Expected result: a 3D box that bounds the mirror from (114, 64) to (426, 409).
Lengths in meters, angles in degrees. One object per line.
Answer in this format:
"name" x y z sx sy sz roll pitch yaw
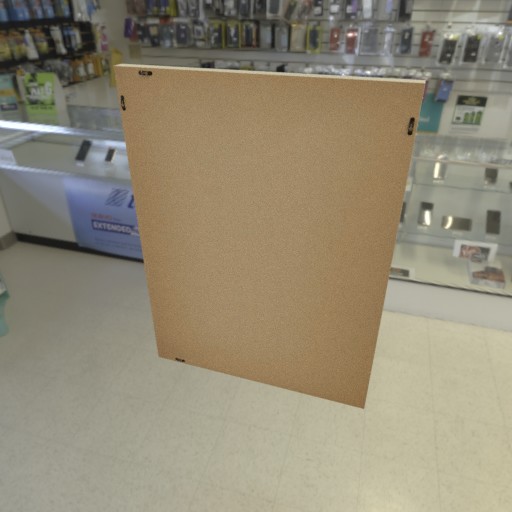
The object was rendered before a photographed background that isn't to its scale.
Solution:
"mirror" 0.000 0.000 1.312 0.762 1.016 0.040 10 33 16
